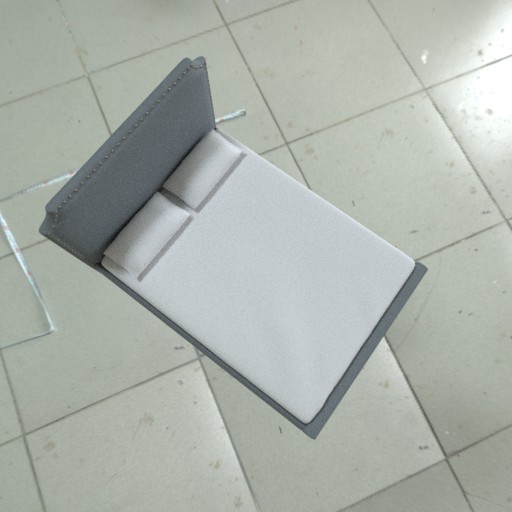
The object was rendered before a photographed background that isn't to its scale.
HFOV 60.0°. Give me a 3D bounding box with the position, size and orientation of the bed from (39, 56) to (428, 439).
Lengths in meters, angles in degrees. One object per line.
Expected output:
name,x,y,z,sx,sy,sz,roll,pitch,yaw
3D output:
bed,0.000,0.000,3.469,2.372,1.443,1.712,36,78,9
